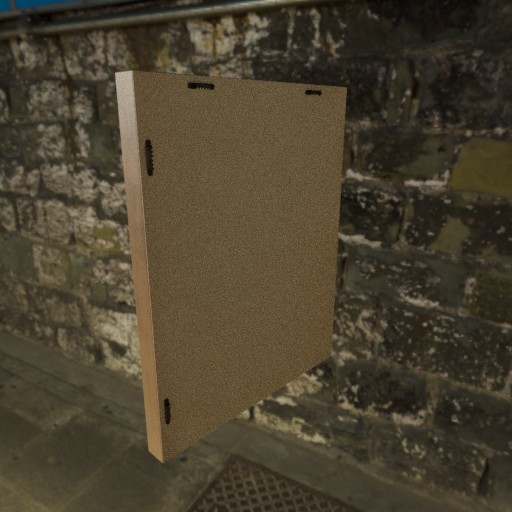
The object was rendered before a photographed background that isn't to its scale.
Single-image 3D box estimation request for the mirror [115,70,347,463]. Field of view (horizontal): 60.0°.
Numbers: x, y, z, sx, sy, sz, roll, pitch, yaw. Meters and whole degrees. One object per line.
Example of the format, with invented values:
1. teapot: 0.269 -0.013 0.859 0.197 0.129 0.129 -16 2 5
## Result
1. mirror: 0.000 0.000 0.690 0.041 0.508 0.405 16 24 42
